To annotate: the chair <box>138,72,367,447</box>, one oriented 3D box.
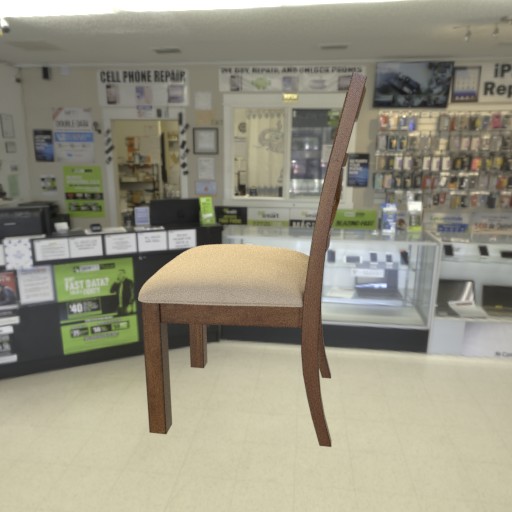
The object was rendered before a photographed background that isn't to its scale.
[{"bbox_3d":[0.000,0.000,1.315,0.581,0.949,0.461,2,14,9],"label":"chair"}]
